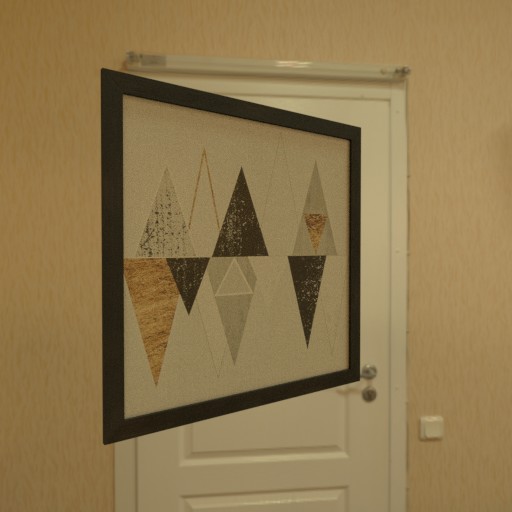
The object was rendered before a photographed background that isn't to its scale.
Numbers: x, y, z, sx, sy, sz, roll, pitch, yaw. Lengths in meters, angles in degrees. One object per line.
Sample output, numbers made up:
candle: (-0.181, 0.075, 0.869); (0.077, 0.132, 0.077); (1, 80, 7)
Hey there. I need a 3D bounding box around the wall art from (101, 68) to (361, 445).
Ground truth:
wall art: (0.000, 0.000, 1.209); (0.823, 0.823, 0.013); (-1, 1, -35)
